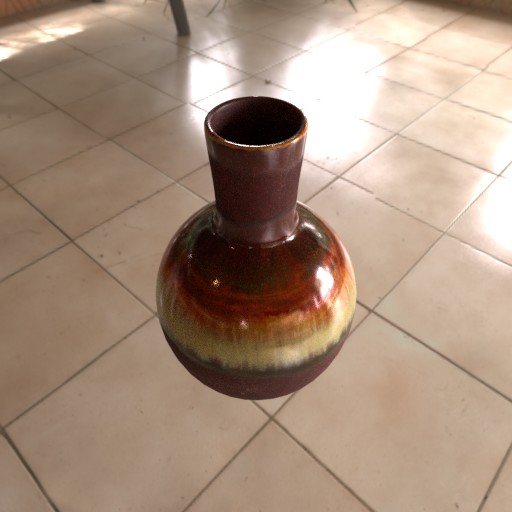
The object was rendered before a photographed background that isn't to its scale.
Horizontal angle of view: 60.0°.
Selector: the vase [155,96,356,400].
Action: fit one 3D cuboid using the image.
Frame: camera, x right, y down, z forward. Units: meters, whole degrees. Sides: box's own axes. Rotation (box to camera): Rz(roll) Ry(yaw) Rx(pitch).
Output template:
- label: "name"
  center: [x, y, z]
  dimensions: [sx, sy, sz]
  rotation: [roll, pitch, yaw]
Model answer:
- label: "vase"
  center: [0.000, 0.000, 0.229]
  dimensions: [0.111, 0.154, 0.111]
  rotation: [0, 46, 0]
